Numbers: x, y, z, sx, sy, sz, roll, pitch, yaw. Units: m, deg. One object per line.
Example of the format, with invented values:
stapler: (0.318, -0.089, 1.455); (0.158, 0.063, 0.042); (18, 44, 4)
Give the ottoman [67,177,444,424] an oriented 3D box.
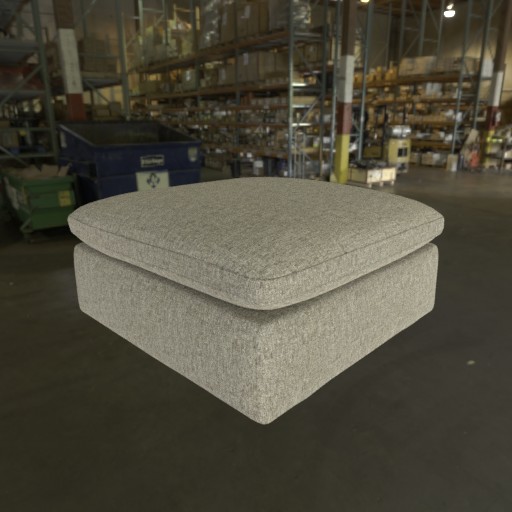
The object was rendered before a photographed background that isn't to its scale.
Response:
ottoman: (0.000, 0.000, 1.681); (1.039, 0.526, 1.035); (16, 24, 42)
